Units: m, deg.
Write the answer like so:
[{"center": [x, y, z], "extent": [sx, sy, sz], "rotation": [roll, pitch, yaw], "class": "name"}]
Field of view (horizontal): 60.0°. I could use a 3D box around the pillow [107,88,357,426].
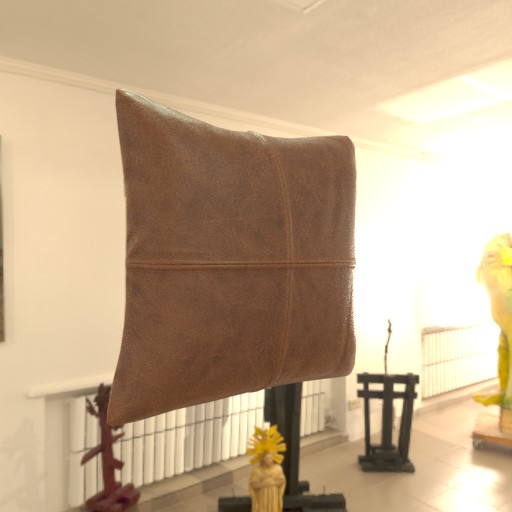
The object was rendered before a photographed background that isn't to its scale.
[{"center": [0.000, 0.000, 0.731], "extent": [0.484, 0.470, 0.192], "rotation": [0, 0, -36], "class": "pillow"}]
